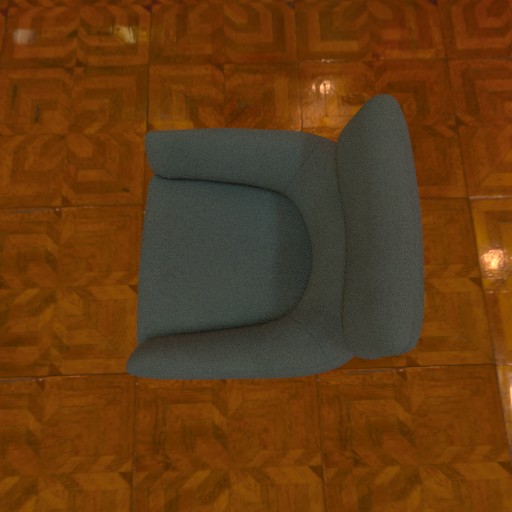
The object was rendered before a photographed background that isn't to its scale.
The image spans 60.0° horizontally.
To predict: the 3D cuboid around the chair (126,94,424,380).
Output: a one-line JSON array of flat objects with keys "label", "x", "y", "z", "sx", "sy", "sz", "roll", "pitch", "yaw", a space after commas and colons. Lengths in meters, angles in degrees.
[{"label": "chair", "x": 0.000, "y": 0.000, "z": 1.368, "sx": 0.761, "sy": 0.813, "sz": 0.738, "roll": 0, "pitch": 75, "yaw": 0}]
